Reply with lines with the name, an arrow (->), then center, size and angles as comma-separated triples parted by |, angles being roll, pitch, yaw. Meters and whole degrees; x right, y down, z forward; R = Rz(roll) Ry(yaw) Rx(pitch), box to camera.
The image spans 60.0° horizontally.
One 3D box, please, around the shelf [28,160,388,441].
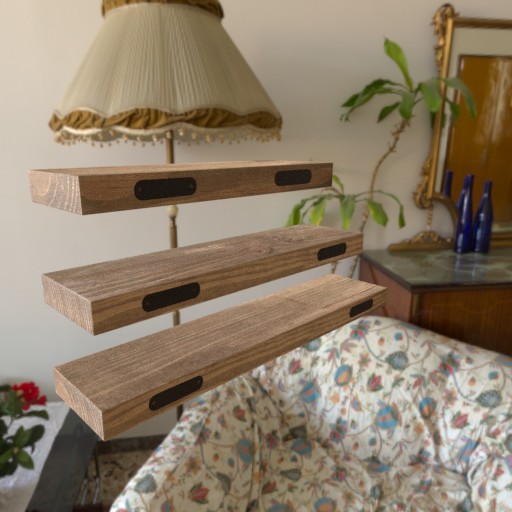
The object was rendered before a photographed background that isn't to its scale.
shelf -> 0.000, 0.000, 0.712 | 0.610, 0.293, 0.140 | -14, 20, -43
